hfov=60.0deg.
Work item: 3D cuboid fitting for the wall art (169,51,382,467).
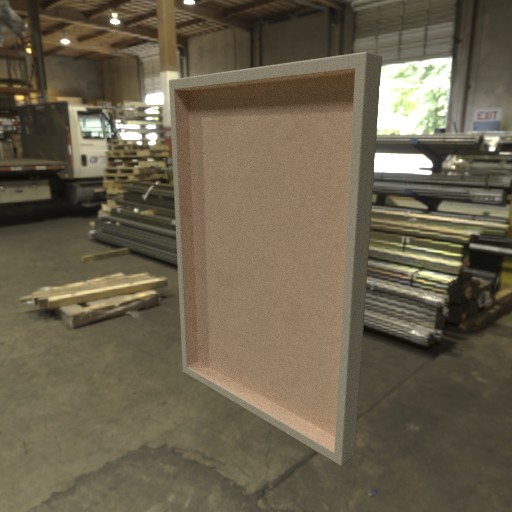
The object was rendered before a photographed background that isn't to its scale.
[{"bbox_3d":[0.000,0.000,0.779,0.418,0.608,0.038,14,21,42],"label":"wall art"}]
